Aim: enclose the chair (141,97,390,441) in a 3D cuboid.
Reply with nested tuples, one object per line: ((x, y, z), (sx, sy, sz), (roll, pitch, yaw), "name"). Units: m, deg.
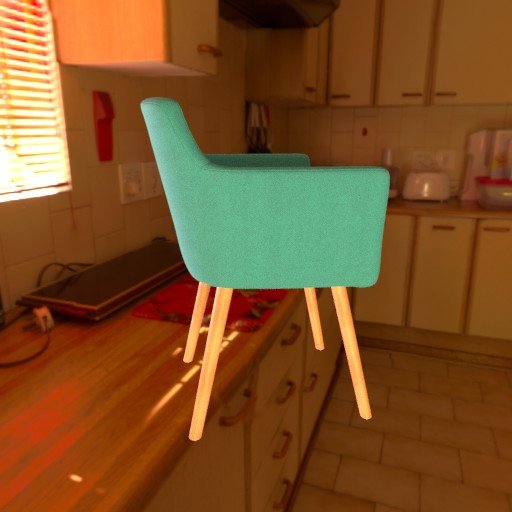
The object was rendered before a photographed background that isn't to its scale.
((0.000, 0.000, 1.171), (0.540, 0.780, 0.570), (-3, 16, -10), "chair")
